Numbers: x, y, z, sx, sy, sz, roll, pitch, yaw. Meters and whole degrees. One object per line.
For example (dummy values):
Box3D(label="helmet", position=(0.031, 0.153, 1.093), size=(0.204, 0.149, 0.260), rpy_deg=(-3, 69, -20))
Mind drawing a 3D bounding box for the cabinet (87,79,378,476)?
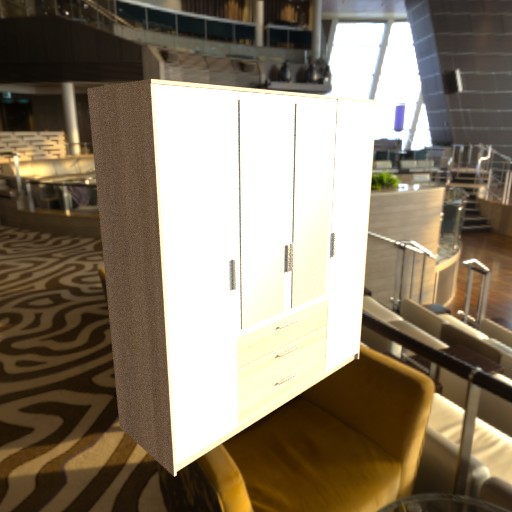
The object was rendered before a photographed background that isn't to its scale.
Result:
Box3D(label="cabinet", position=(0.000, 0.000, 3.014), size=(0.620, 2.060, 1.870), rpy_deg=(15, 22, 43))
